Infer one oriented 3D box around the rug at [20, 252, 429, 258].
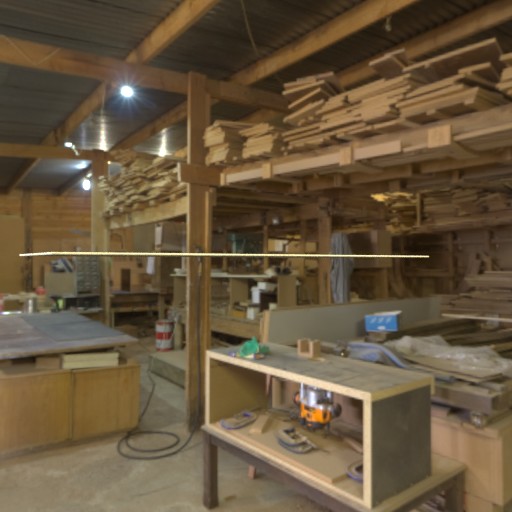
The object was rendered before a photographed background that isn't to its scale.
[{"bbox_3d":[0.000,0.000,2.668,2.435,0.009,0.750,0,-1,-36],"label":"rug"}]
